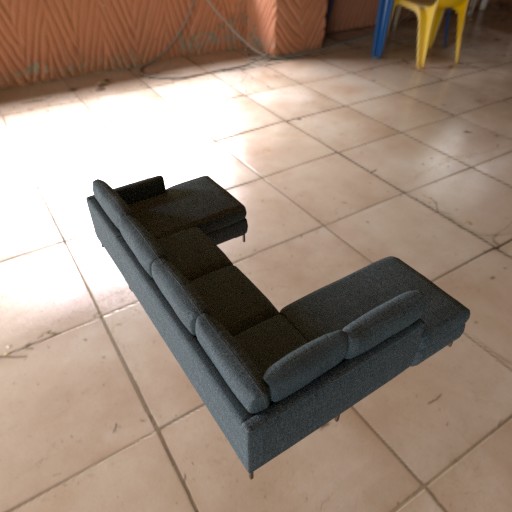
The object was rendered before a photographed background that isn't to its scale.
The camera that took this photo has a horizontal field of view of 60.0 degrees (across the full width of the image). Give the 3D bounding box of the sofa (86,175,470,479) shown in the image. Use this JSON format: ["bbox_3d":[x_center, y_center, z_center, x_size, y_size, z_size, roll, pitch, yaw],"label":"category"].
[{"bbox_3d":[0.000,0.000,3.598,1.879,0.753,2.737,-23,45,-25],"label":"sofa"}]
